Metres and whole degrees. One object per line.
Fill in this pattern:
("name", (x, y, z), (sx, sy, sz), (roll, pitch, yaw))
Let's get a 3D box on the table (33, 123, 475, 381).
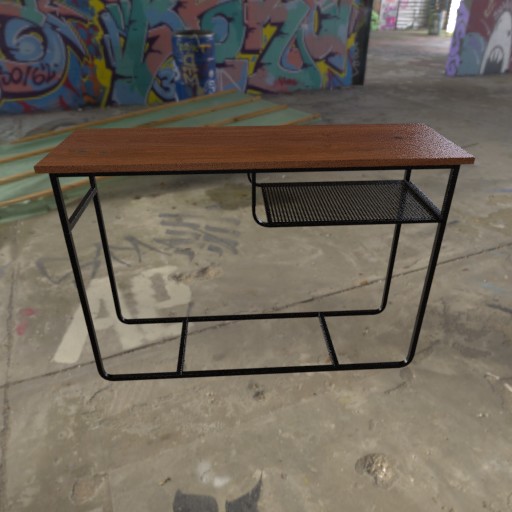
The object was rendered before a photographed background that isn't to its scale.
("table", (0.000, 0.000, 1.442), (1.100, 0.750, 0.350), (-2, 31, -3))
